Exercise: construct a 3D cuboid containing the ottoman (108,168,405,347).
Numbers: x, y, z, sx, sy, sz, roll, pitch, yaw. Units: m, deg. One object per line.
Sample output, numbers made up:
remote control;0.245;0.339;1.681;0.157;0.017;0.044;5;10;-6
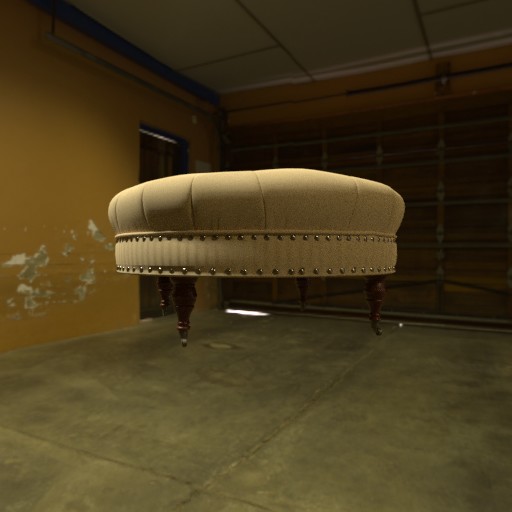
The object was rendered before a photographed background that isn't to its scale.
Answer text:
ottoman;0.000;0.000;1.409;0.901;0.439;0.901;0;0;0
